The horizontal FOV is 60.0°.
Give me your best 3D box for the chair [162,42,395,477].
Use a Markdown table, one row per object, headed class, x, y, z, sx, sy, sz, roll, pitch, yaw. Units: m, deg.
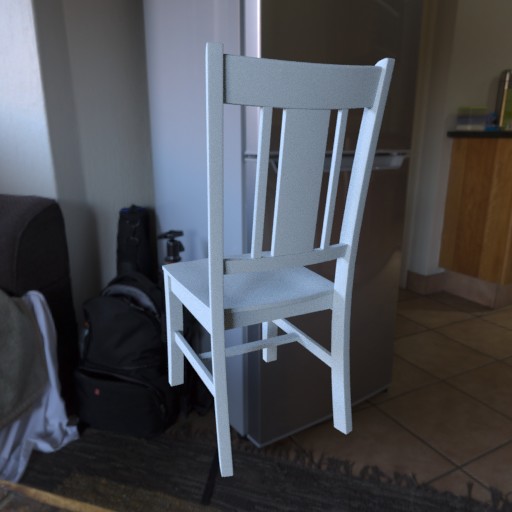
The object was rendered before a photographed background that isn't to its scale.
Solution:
| class | x | y | z | sx | sy | sz | roll | pitch | yaw |
| --- | --- | --- | --- | --- | --- | --- | --- | --- | --- |
| chair | 0.000 | 0.000 | 1.259 | 0.450 | 0.998 | 0.555 | -8 | 18 | -25 |
